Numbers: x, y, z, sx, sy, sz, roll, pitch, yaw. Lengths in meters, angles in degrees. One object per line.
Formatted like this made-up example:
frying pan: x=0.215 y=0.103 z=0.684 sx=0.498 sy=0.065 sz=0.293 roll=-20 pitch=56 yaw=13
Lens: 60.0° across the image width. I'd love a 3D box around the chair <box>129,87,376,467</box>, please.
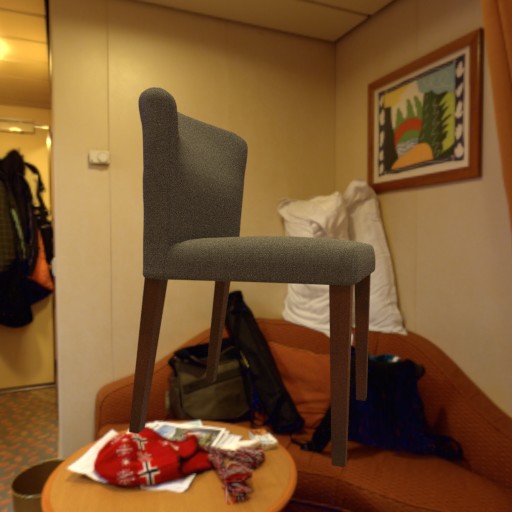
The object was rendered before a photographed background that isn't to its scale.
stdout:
chair: x=0.000 y=0.000 z=1.176 sx=0.589 sy=0.839 sz=0.491 roll=1 pitch=2 yaw=20
